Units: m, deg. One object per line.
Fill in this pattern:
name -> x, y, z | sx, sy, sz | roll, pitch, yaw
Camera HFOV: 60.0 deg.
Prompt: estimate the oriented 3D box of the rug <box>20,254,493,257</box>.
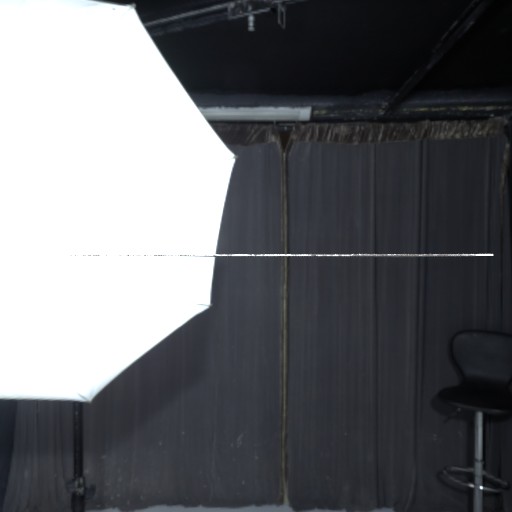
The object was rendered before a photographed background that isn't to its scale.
rug -> 0.000, 0.000, 3.023 | 2.440, 0.010, 1.529 | 0, 0, 1
